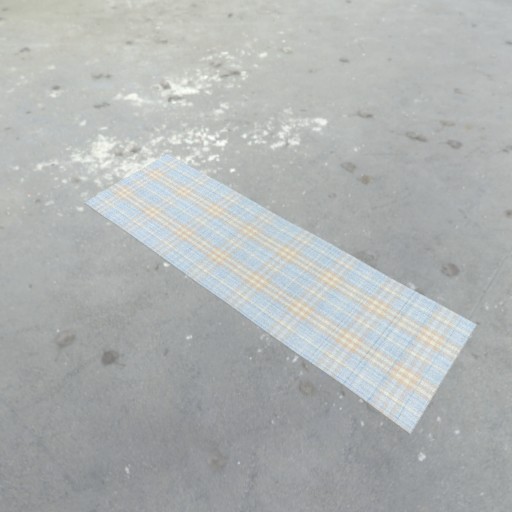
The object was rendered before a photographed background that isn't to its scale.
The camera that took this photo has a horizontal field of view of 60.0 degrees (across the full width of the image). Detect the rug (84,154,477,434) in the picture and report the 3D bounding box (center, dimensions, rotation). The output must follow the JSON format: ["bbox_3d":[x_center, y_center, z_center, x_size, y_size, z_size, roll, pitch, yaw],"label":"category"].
[{"bbox_3d":[0.000,0.000,2.697,2.439,0.013,0.762,32,55,26],"label":"rug"}]
